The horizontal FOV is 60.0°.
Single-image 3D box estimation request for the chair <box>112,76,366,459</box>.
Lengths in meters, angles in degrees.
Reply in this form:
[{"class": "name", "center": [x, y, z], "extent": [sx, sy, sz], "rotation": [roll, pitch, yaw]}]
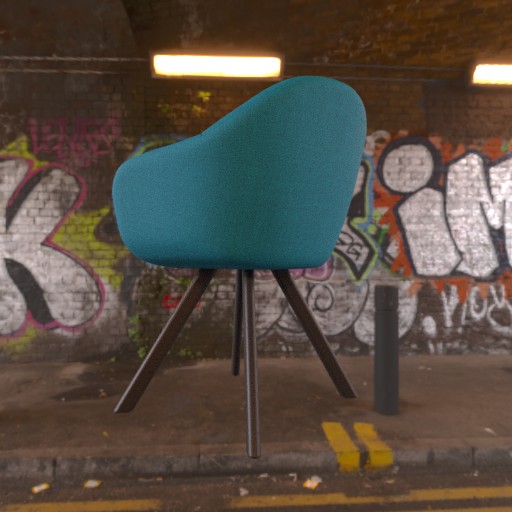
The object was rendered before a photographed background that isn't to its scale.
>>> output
[{"class": "chair", "center": [0.000, 0.000, 1.168], "extent": [0.550, 0.795, 0.590], "rotation": [0, -1, 36]}]
